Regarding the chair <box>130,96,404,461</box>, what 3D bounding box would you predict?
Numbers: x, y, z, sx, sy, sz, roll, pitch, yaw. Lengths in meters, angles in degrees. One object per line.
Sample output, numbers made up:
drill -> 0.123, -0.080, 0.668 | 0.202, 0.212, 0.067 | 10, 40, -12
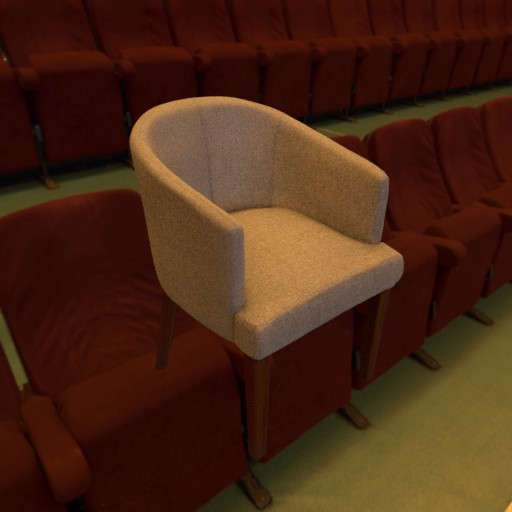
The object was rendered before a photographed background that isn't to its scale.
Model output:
chair -> 0.000, 0.000, 1.300 | 0.583, 0.811, 0.655 | -22, 35, -34
